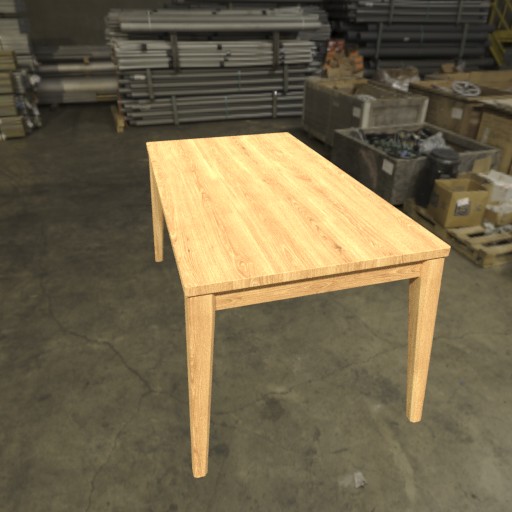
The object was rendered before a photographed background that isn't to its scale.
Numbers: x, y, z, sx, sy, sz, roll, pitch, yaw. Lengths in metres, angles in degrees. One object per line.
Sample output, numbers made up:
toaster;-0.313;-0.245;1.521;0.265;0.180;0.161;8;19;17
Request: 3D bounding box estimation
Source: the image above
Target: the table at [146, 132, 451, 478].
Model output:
table;0.000;0.000;2.120;0.900;0.760;1.600;-8;30;-14
